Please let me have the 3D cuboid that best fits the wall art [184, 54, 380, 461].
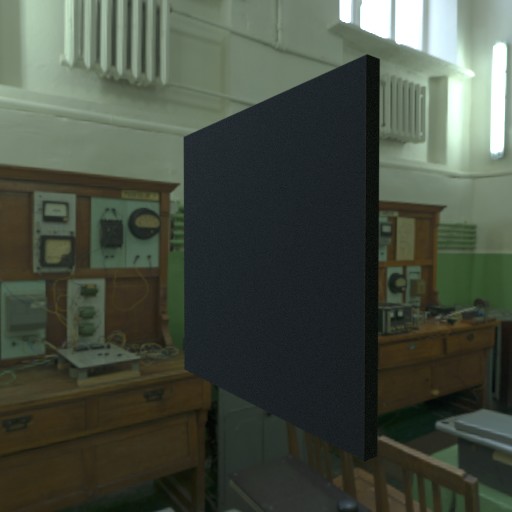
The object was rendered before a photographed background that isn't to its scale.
[{"bbox_3d":[0.000,0.000,1.149,0.038,0.762,0.762,-1,2,-35],"label":"wall art"}]
